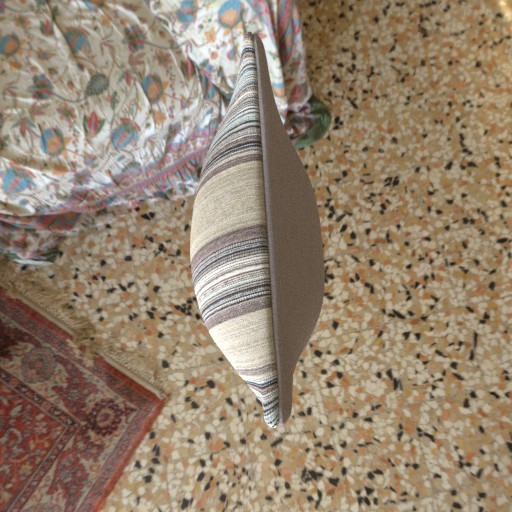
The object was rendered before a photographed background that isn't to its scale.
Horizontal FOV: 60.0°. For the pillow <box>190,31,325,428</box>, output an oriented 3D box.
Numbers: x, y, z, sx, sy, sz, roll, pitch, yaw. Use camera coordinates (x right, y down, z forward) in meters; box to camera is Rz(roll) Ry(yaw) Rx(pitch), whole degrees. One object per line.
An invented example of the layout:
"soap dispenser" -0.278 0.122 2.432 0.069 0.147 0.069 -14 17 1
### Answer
"pillow" 0.000 0.000 0.653 0.189 0.416 0.435 -3 76 -1
